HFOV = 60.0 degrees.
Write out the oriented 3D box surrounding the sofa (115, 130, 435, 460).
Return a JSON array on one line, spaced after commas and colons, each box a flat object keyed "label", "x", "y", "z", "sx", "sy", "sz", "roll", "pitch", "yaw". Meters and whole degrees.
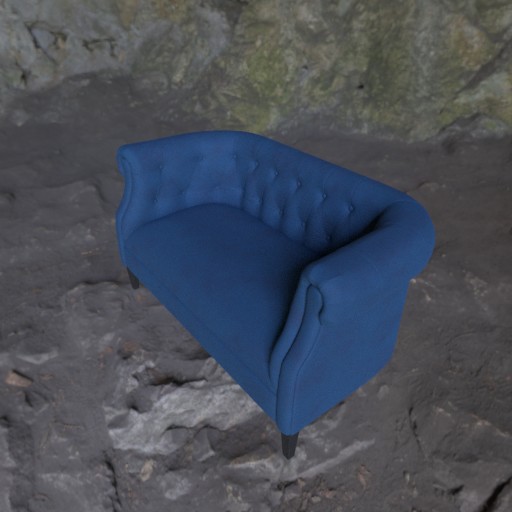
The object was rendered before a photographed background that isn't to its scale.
[{"label": "sofa", "x": 0.000, "y": 0.000, "z": 2.092, "sx": 0.835, "sy": 0.827, "sz": 1.558, "roll": -23, "pitch": 39, "yaw": -31}]
